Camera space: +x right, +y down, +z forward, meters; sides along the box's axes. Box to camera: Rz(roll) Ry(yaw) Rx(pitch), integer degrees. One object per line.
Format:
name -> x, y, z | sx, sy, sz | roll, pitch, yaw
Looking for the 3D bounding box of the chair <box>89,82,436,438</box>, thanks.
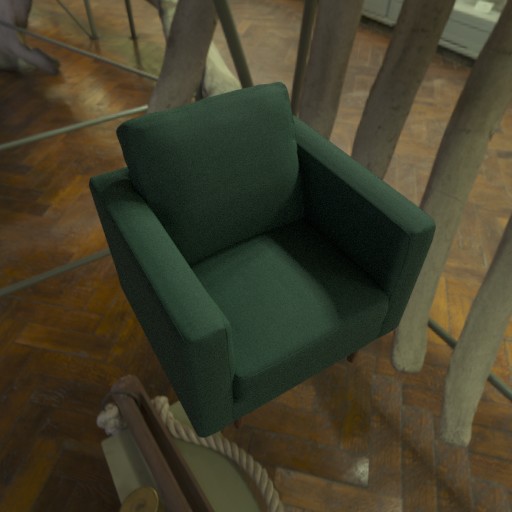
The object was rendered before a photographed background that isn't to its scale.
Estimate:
chair -> 0.000, 0.000, 1.558 | 0.855, 0.927, 0.800 | -23, 50, -21
